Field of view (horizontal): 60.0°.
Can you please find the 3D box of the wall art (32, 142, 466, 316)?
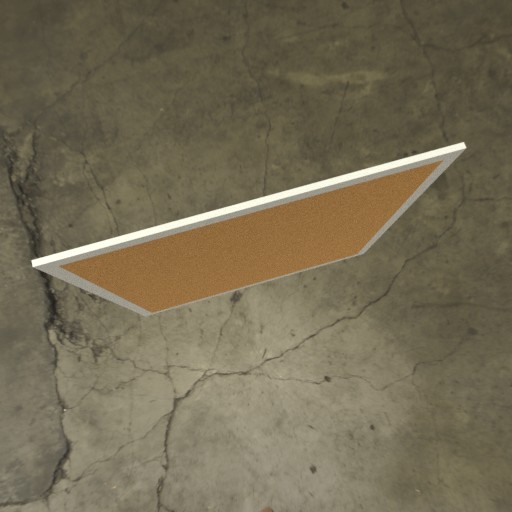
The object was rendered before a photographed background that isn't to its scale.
[{"bbox_3d":[0.000,0.000,1.193,0.812,0.813,0.013,-16,77,-4],"label":"wall art"}]
